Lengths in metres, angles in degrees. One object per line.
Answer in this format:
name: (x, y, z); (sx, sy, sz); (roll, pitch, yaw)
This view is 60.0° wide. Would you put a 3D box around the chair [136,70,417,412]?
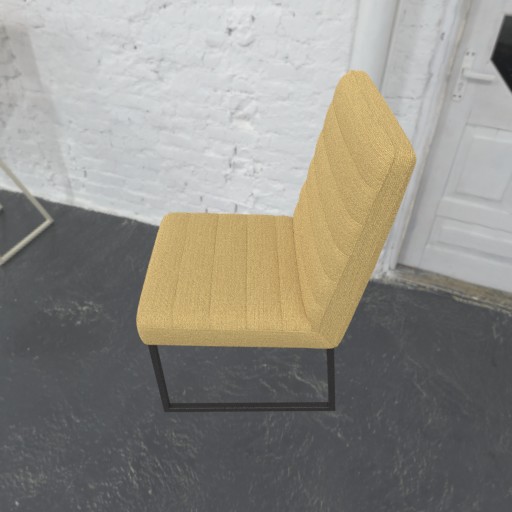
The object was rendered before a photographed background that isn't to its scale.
chair: (0.000, 0.000, 1.317); (0.634, 0.930, 0.520); (0, 40, 0)
